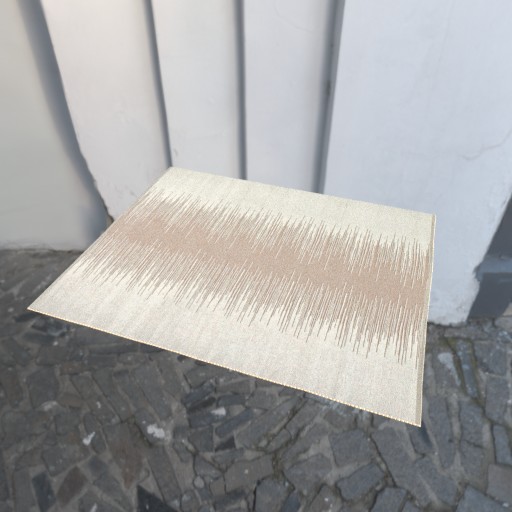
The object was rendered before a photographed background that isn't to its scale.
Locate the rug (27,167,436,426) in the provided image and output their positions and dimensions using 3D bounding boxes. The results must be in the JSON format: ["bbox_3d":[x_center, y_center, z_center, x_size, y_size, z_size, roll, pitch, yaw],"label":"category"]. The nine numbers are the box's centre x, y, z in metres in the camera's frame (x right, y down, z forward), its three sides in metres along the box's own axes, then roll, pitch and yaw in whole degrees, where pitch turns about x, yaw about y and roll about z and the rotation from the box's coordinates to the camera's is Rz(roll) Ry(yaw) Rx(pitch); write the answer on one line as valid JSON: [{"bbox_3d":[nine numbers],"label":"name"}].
[{"bbox_3d":[0.000,0.000,4.033,3.048,0.013,2.438,13,42,15],"label":"rug"}]
